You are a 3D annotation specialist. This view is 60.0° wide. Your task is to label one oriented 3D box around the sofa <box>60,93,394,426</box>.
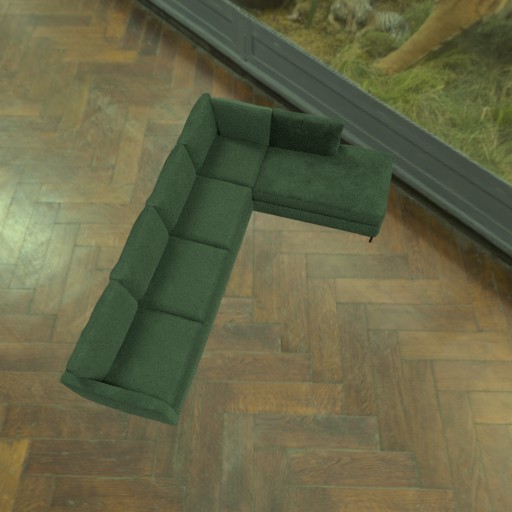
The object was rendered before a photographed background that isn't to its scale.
[{"bbox_3d":[0.000,0.000,3.186,1.707,0.687,2.486,14,61,8],"label":"sofa"}]
